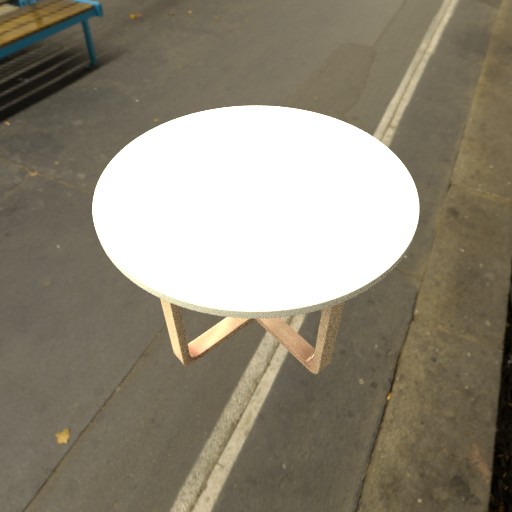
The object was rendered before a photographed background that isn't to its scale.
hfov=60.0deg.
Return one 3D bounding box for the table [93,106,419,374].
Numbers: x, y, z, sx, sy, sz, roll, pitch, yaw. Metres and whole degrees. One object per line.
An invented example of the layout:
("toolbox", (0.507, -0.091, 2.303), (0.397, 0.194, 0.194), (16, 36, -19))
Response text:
("table", (0.000, 0.000, 0.983), (0.600, 0.400, 0.600), (0, 46, 0))
